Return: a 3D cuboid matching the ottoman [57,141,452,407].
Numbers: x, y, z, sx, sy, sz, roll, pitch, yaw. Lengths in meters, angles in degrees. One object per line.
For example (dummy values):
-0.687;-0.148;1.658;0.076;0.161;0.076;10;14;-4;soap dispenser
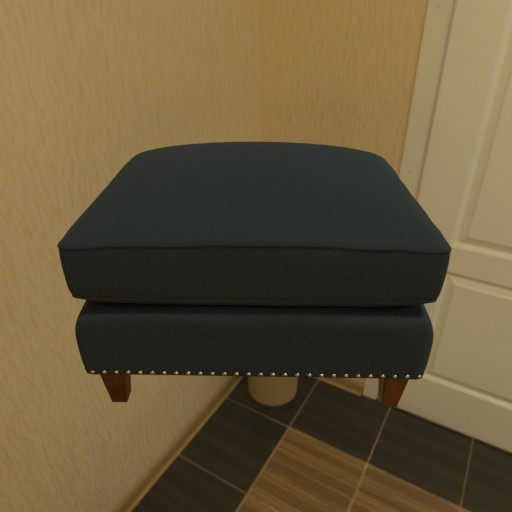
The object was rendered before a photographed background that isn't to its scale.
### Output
0.000;0.000;1.138;0.741;0.513;0.584;1;30;1;ottoman
